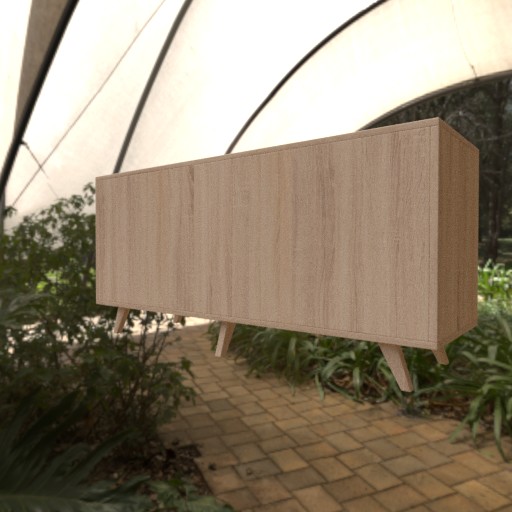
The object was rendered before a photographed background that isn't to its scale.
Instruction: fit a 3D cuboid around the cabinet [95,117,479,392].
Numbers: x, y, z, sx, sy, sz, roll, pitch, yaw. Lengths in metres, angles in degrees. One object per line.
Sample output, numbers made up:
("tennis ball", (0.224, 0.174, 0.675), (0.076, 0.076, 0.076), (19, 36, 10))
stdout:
("cabinet", (0.000, 0.000, 1.915), (1.650, 0.780, 0.500), (1, 1, 38))
